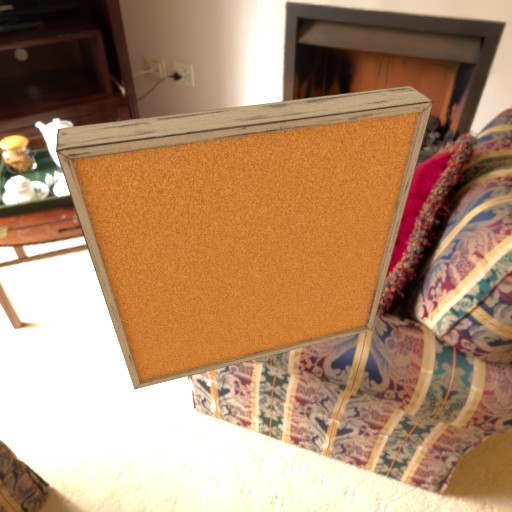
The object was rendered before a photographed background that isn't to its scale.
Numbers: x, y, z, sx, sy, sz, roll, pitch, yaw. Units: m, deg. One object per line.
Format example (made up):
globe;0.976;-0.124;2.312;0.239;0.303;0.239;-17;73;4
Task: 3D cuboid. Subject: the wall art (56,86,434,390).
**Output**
wall art;0.000;0.000;0.456;0.303;0.303;0.036;-11;43;-12
